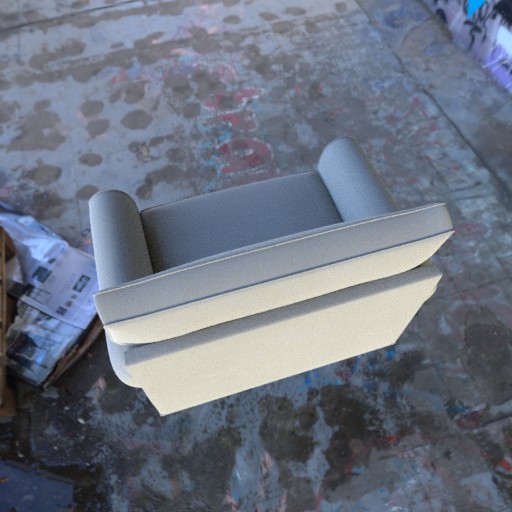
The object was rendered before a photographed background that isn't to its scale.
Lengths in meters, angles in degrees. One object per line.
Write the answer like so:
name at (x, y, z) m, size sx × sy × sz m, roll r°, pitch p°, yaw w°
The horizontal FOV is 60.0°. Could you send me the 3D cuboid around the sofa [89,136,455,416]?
sofa at (0.000, 0.000, 2.086) m, size 1.405 × 1.006 × 0.937 m, roll -15°, pitch 59°, yaw -9°
